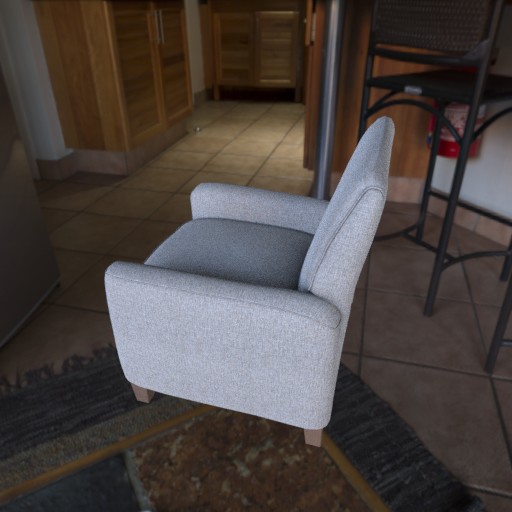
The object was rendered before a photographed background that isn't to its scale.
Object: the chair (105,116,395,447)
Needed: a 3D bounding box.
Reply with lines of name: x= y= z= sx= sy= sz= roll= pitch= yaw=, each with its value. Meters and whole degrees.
chair: x=0.000 y=0.000 z=1.679 sx=0.864 sy=1.014 sz=0.848 roll=9 pitch=32 yaw=14
